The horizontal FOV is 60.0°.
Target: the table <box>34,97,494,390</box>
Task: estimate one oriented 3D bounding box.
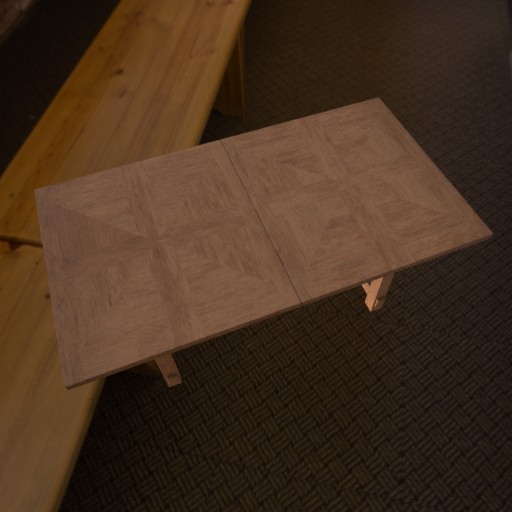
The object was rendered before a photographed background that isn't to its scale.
[{"bbox_3d":[0.000,0.000,2.370,1.881,0.768,1.016,-18,59,-11],"label":"table"}]
